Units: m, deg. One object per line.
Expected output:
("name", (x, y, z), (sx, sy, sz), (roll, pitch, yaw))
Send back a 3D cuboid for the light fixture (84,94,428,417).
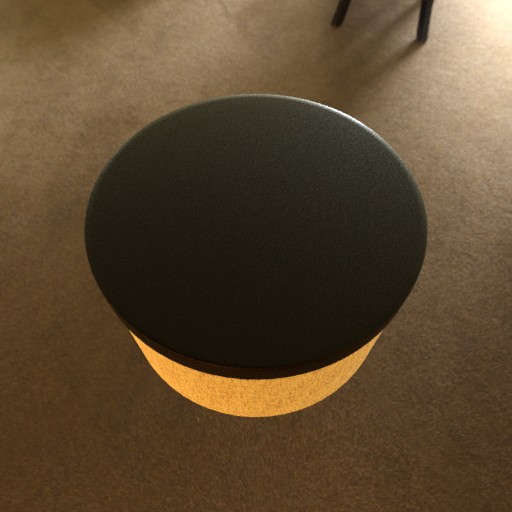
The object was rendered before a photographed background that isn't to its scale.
("light fixture", (0.000, 0.000, 0.608), (0.389, 0.229, 0.389), (0, 58, 0))
